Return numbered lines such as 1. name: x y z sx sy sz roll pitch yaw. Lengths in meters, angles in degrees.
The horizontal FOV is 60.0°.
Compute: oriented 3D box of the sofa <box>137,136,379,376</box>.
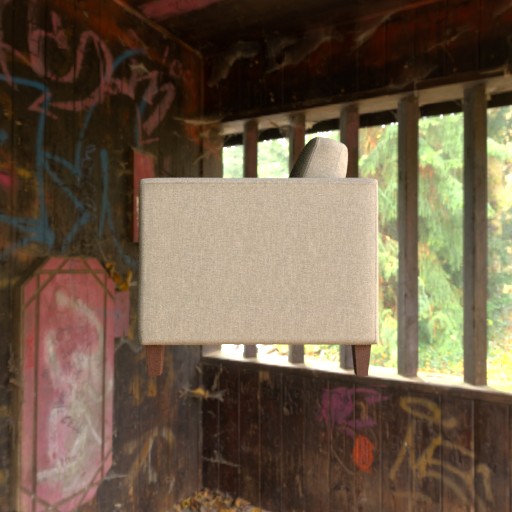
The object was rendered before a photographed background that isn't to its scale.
1. sofa: 0.000 0.000 2.765 0.956 0.963 2.208 0 -1 0
